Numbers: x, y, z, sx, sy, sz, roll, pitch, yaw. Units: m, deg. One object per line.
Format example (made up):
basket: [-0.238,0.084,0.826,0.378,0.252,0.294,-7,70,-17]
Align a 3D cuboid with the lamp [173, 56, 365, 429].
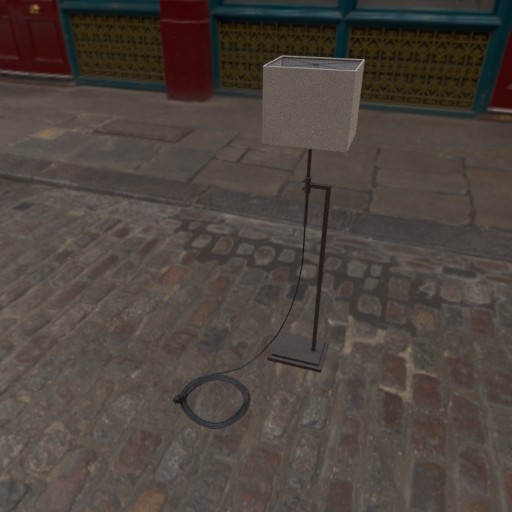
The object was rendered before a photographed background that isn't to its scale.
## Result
lamp: [0.000,0.000,2.046,0.698,1.600,0.774,10,33,15]
